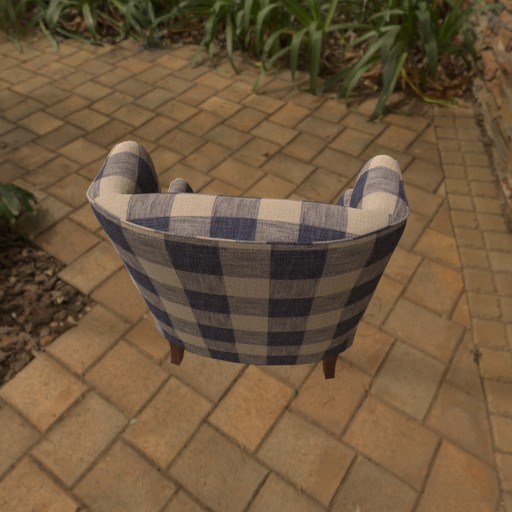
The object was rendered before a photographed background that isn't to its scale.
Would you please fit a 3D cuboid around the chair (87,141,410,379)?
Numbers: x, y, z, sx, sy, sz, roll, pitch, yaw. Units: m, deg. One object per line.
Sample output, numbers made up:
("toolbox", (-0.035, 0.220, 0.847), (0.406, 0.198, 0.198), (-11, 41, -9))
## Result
("chair", (0.000, 0.000, 1.680), (0.830, 1.041, 0.889), (4, 45, 4))
